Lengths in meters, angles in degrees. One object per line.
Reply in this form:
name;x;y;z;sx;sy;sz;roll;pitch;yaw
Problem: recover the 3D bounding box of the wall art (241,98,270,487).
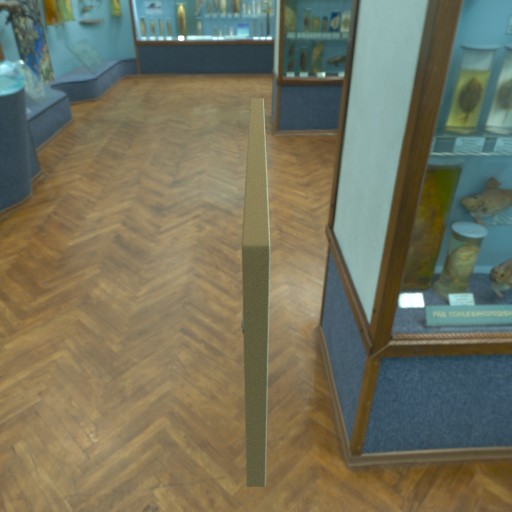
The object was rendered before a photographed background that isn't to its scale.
wall art;0.000;0.000;0.492;0.019;0.254;0.380;0;32;0
